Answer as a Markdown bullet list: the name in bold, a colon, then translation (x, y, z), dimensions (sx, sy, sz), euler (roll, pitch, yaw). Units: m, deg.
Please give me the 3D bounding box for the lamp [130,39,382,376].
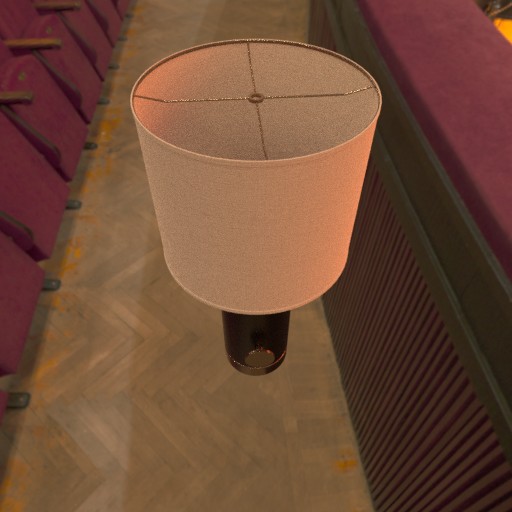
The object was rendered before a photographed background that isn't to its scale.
- **lamp**: translation (0.000, 0.000, 0.609), dimensions (0.241, 0.482, 0.240), euler (-3, 47, -3)
